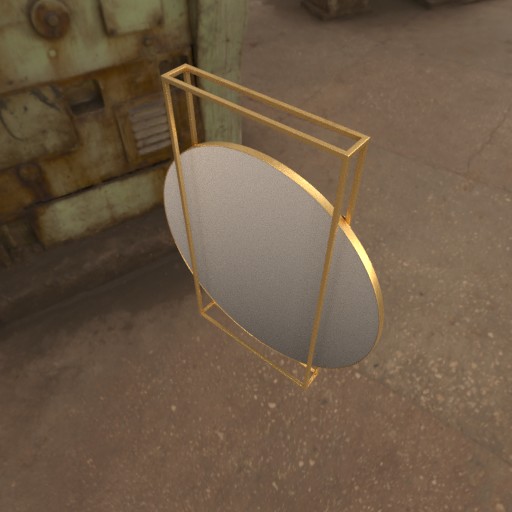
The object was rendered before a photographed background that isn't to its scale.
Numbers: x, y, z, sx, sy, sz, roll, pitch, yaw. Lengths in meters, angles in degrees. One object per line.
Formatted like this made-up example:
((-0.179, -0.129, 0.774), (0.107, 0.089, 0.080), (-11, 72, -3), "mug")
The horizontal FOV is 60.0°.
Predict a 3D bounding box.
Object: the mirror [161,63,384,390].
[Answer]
((0.000, 0.000, 0.812), (0.508, 0.603, 0.051), (31, 55, 25), "mirror")
